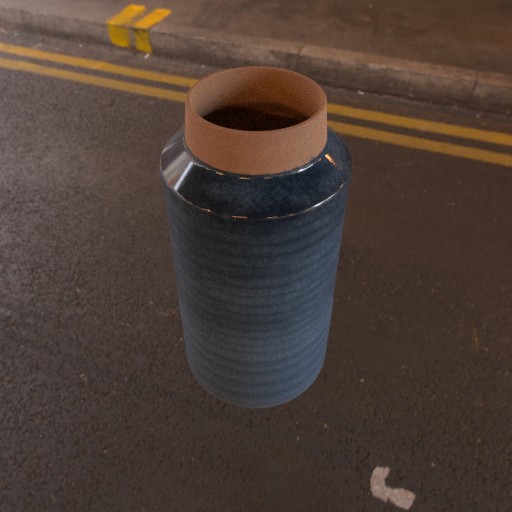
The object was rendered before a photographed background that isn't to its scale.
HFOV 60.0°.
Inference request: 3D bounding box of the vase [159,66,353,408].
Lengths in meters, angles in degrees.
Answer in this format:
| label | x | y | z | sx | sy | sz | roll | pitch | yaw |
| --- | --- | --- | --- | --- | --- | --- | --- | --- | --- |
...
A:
| label | x | y | z | sx | sy | sz | roll | pitch | yaw |
| --- | --- | --- | --- | --- | --- | --- | --- | --- | --- |
| vase | 0.000 | 0.000 | 0.416 | 0.163 | 0.316 | 0.163 | 0 | 46 | 0 |
